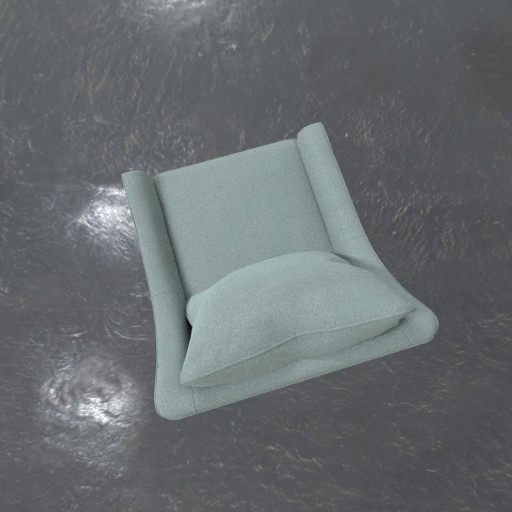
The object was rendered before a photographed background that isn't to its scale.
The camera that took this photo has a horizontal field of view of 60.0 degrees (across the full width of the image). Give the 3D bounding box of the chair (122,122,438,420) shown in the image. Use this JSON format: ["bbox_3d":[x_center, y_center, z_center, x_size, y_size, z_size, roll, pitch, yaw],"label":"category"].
[{"bbox_3d":[0.000,0.000,1.553,0.760,0.926,0.870,-16,75,-4],"label":"chair"}]
